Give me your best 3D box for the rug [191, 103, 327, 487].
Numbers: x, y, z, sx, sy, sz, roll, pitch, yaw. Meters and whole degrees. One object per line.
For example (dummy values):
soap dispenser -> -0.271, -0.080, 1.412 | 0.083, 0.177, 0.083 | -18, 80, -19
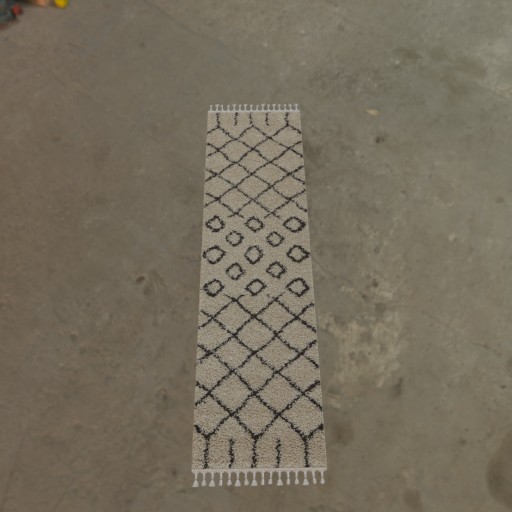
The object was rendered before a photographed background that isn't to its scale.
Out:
rug -> 0.000, 0.000, 2.671 | 0.660, 0.005, 2.464 | -1, 64, 0
